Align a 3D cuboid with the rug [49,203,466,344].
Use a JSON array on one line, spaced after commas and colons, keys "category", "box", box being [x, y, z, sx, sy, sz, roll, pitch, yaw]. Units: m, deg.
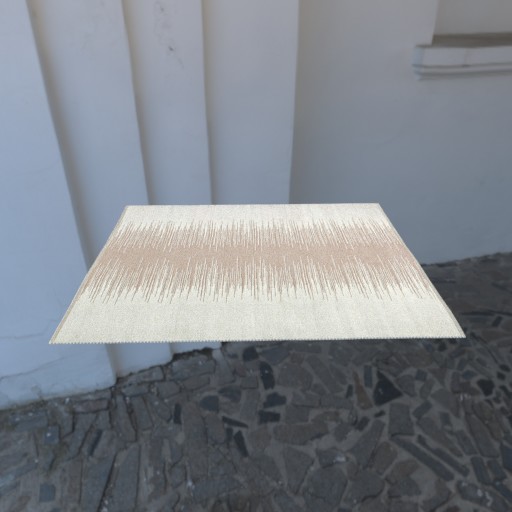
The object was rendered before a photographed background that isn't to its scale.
[{"category": "rug", "box": [0.000, 0.000, 4.264, 3.048, 0.013, 2.438, -1, 30, -1]}]
